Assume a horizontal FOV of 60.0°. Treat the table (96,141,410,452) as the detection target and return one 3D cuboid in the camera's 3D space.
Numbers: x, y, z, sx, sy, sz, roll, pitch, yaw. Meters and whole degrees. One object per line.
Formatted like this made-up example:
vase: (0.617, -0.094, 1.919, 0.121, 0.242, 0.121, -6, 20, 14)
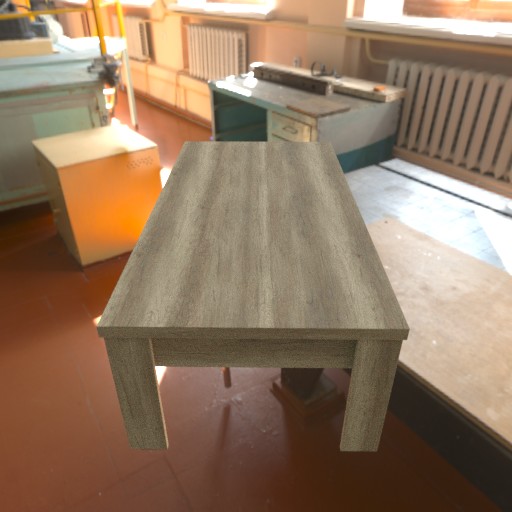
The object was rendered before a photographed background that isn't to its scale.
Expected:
table: (0.000, 0.000, 1.683, 0.700, 0.460, 1.350, 0, 32, 1)
